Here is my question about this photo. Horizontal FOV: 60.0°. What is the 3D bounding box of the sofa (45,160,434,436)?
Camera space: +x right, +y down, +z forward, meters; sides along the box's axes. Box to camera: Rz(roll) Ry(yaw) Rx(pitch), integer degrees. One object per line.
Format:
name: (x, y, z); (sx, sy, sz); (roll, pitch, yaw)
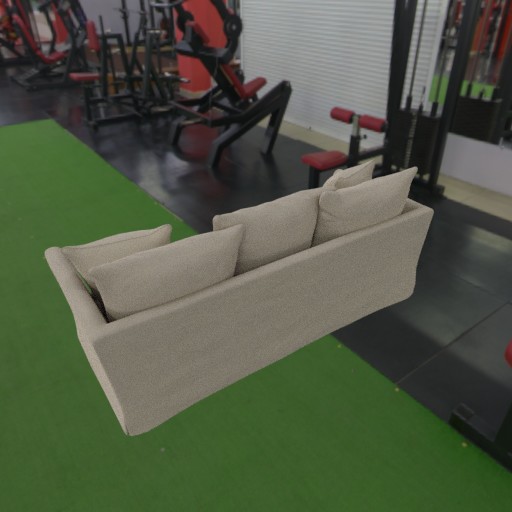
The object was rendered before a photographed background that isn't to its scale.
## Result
sofa: (0.000, 0.000, 3.096); (2.499, 1.047, 1.046); (-20, 37, -28)
